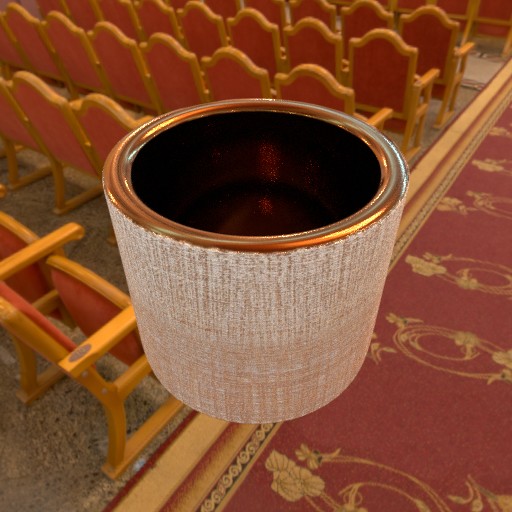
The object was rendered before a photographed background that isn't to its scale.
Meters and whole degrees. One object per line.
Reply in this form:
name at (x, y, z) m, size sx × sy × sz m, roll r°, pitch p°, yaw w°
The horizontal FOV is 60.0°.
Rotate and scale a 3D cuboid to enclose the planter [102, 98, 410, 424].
planter at (0.000, 0.000, 0.309) m, size 0.177 × 0.157 × 0.177 m, roll 0°, pitch 41°, yaw 0°
